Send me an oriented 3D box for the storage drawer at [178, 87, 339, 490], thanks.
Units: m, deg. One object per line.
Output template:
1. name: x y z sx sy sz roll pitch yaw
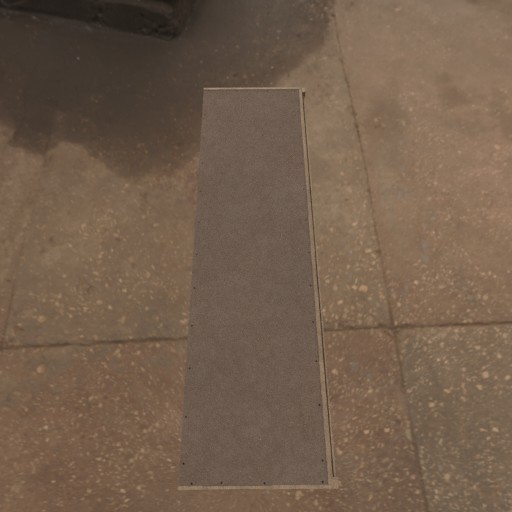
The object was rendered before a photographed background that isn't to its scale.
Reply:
1. storage drawer: 0.000 0.000 2.222 0.591 0.274 2.072 0 62 0
